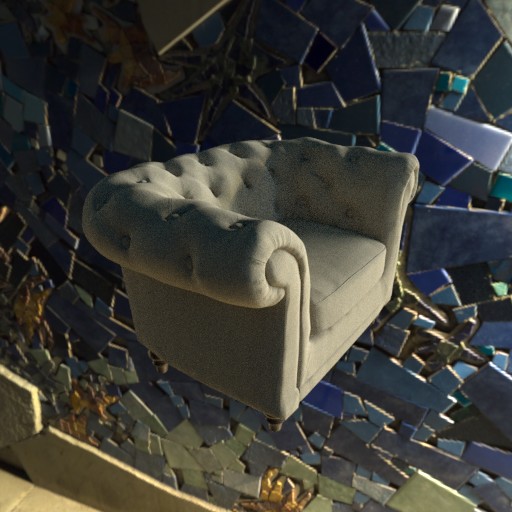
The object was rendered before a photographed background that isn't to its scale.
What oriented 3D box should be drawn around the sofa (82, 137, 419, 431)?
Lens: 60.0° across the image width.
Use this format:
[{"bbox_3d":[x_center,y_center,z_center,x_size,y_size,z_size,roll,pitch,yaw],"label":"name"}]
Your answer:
[{"bbox_3d":[0.000,0.000,2.018,1.034,0.878,1.405,17,30,32],"label":"sofa"}]
